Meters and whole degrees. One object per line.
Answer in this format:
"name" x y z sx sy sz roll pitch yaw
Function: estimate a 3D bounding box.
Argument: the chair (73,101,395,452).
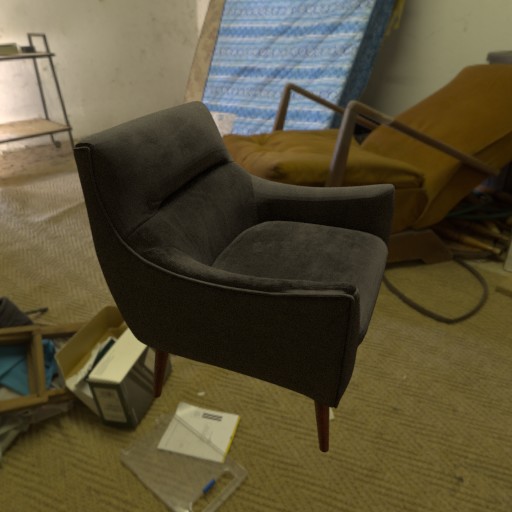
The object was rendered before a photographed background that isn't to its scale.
"chair" 0.000 0.000 1.422 0.787 0.838 0.762 11 30 19
